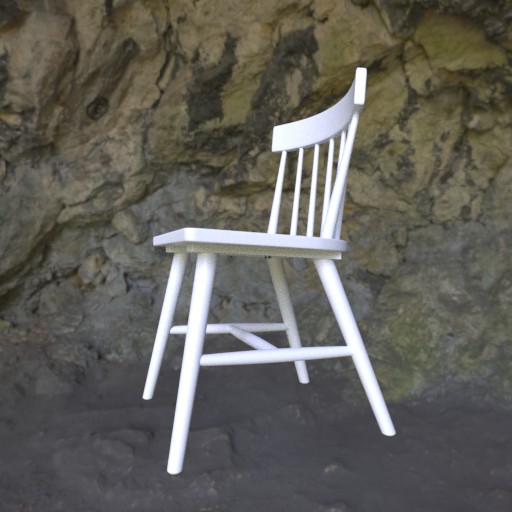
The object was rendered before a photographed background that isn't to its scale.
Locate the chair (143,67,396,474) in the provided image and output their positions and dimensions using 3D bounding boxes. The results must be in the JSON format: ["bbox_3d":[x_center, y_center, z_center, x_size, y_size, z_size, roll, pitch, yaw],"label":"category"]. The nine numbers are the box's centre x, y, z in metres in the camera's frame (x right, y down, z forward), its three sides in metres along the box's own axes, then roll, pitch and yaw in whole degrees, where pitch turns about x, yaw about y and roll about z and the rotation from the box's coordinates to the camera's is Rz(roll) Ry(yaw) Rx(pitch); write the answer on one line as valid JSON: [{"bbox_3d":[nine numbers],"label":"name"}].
[{"bbox_3d":[0.000,0.000,1.091,0.500,0.787,0.483,0,0,-20],"label":"chair"}]
